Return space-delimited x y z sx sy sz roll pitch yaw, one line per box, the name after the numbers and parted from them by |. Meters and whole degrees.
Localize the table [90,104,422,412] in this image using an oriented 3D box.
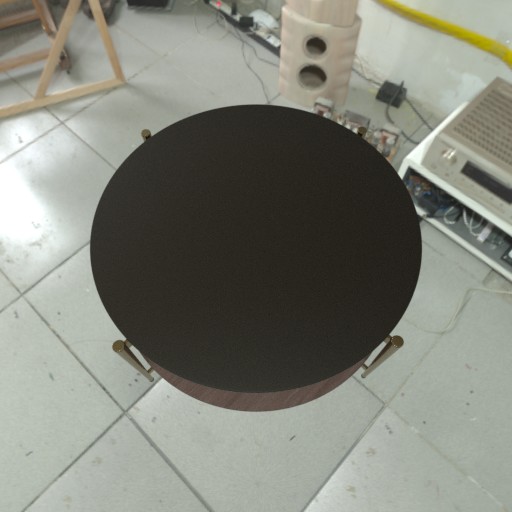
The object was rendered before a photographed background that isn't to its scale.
0.000 0.000 1.446 0.938 0.400 0.938 13 63 6 | table
